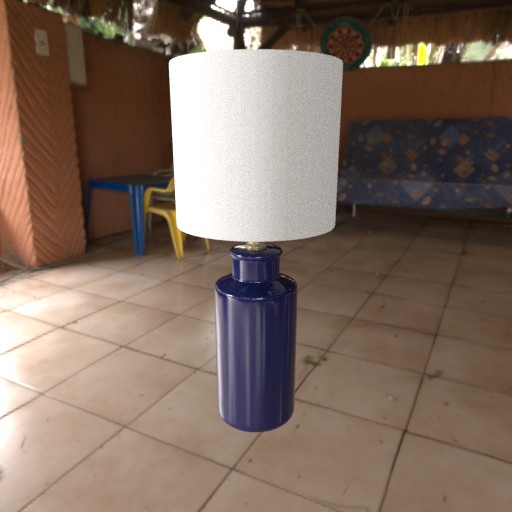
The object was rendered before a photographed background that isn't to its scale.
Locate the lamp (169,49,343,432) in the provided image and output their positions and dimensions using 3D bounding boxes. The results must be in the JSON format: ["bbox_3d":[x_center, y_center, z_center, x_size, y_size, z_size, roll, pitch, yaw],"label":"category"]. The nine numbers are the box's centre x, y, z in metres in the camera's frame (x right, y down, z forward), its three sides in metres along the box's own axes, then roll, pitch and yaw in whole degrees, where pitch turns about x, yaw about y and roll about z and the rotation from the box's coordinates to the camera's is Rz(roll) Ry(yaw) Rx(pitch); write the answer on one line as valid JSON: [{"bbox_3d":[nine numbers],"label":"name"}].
[{"bbox_3d":[0.000,0.000,0.615,0.212,0.493,0.212,8,17,26],"label":"lamp"}]
